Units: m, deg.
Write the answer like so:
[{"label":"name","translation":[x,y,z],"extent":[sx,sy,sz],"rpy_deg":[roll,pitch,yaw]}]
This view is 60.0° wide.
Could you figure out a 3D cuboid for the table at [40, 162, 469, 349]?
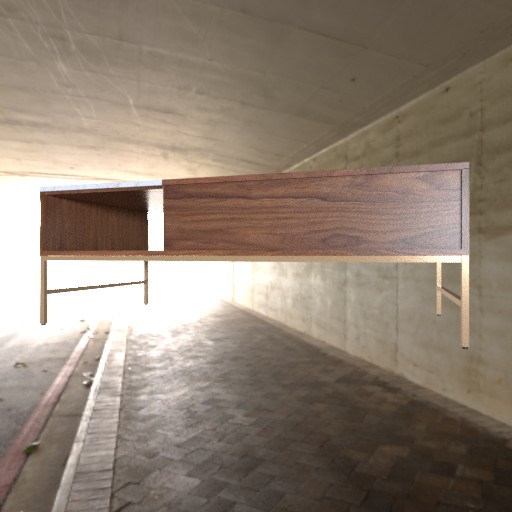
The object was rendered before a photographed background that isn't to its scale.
[{"label":"table","translation":[0.000,0.000,1.908],"extent":[1.553,0.551,0.789],"rpy_deg":[0,0,17]}]
